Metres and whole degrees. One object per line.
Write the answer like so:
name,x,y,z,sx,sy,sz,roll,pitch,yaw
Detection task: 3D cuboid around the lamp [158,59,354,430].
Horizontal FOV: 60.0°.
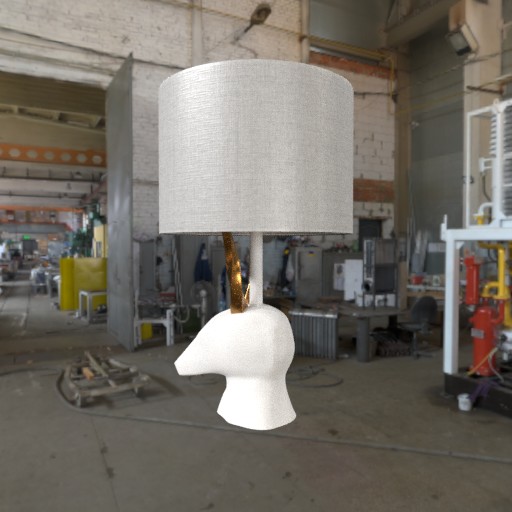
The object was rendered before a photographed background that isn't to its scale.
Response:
lamp,0.000,0.000,0.700,0.298,0.503,0.298,1,2,19
